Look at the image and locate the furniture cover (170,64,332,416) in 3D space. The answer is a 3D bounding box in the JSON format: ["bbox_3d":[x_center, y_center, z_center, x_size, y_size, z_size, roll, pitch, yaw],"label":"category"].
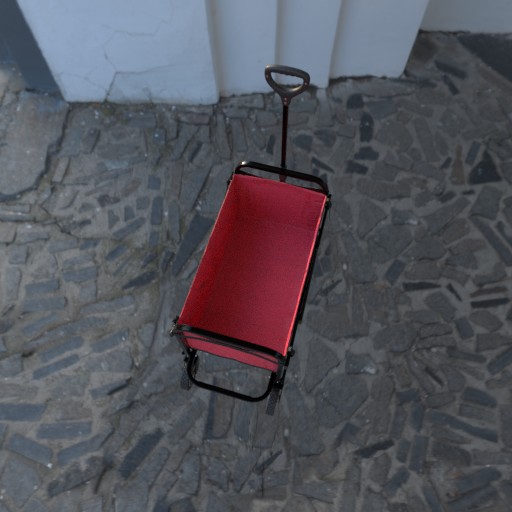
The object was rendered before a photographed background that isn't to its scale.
[{"bbox_3d":[0.000,0.000,1.849,0.532,1.295,1.038,14,64,7],"label":"furniture cover"}]
